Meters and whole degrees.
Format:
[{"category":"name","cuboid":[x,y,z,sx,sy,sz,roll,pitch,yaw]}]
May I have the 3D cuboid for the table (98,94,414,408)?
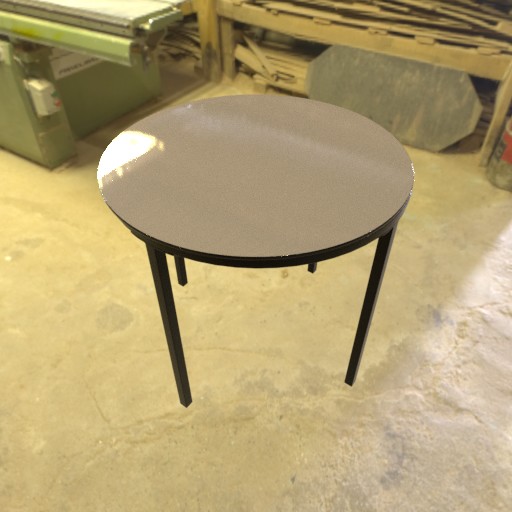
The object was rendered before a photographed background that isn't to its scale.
[{"category":"table","cuboid":[0.000,0.000,0.870,0.499,0.443,0.499,0,42,0]}]
